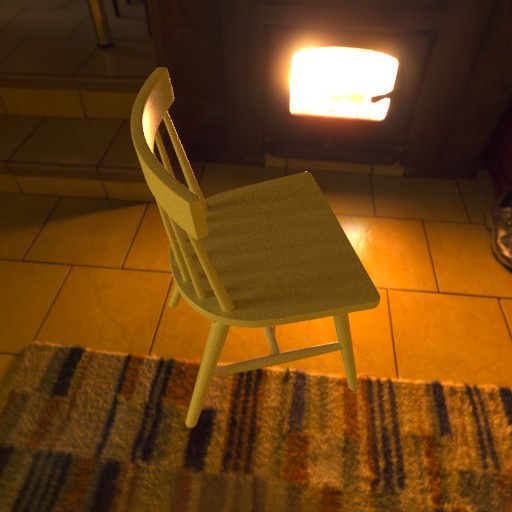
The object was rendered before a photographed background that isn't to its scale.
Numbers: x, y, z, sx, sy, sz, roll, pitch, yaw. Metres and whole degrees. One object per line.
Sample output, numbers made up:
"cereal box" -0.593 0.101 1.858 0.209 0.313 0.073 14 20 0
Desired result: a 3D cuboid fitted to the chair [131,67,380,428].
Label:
"chair" 0.000 0.000 1.110 0.500 0.787 0.483 -10 47 -10
